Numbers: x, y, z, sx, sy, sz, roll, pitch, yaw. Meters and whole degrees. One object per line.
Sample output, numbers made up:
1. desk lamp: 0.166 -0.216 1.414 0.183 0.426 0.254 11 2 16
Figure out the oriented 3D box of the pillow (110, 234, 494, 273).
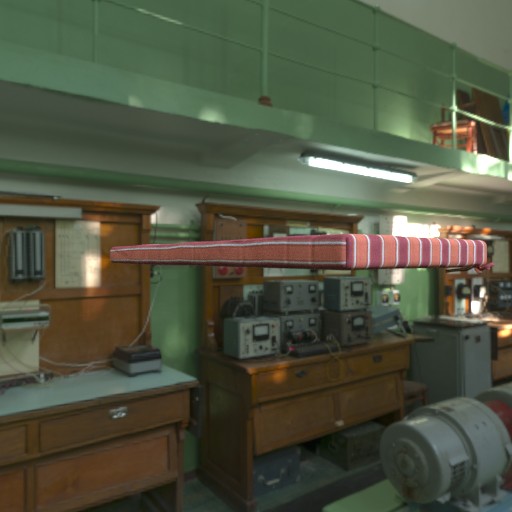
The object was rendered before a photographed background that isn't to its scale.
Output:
1. pillow: 0.000 0.000 1.297 0.492 0.081 1.187 0 0 -36
